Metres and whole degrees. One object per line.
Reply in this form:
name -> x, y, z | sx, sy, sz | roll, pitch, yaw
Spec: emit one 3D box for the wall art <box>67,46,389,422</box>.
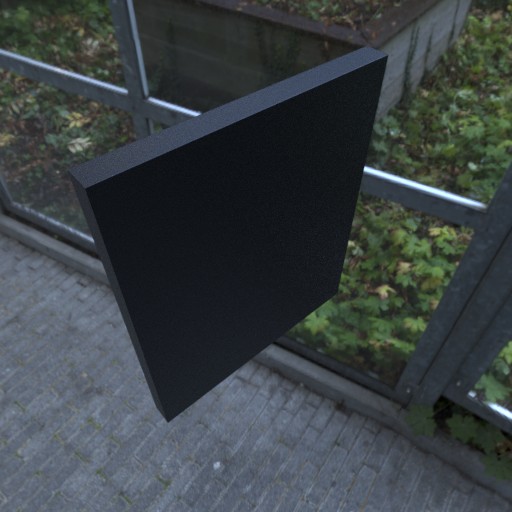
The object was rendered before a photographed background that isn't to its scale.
wall art -> 0.000, 0.000, 0.513 | 0.325, 0.380, 0.028 | -32, 55, -27
